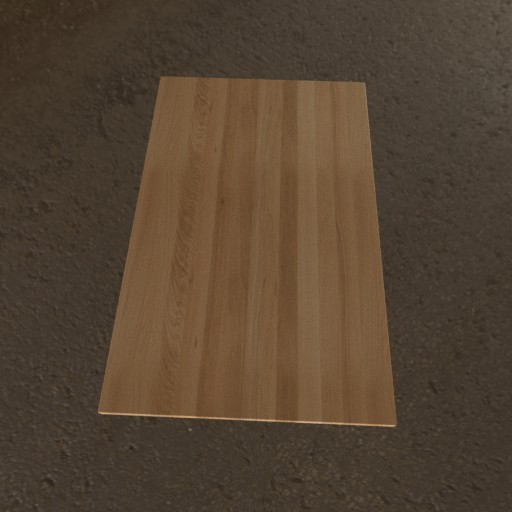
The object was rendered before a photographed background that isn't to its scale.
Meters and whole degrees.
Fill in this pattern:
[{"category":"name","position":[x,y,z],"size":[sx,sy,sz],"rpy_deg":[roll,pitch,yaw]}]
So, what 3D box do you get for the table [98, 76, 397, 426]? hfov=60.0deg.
[{"category":"table","position":[0.000,0.000,1.507],"size":[0.700,0.510,1.100],"rpy_deg":[2,64,1]}]
